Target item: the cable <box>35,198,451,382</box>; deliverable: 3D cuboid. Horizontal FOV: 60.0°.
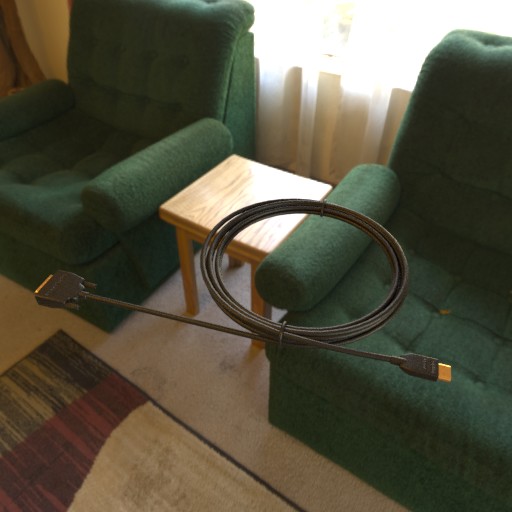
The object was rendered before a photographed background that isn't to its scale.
[{"bbox_3d":[0.000,0.000,0.513,0.422,0.030,0.257,11,43,13],"label":"cable"}]
